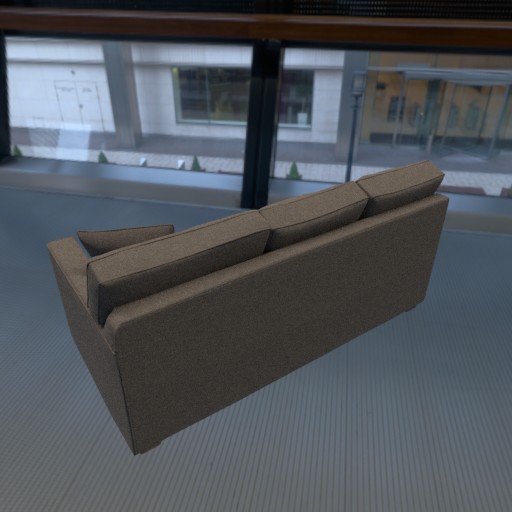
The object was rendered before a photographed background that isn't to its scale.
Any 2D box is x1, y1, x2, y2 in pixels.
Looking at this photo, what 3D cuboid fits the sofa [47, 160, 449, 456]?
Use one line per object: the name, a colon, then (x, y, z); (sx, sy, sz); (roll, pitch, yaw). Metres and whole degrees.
sofa: (0.000, 0.000, 2.494); (1.963, 0.946, 1.034); (-19, 35, -30)
